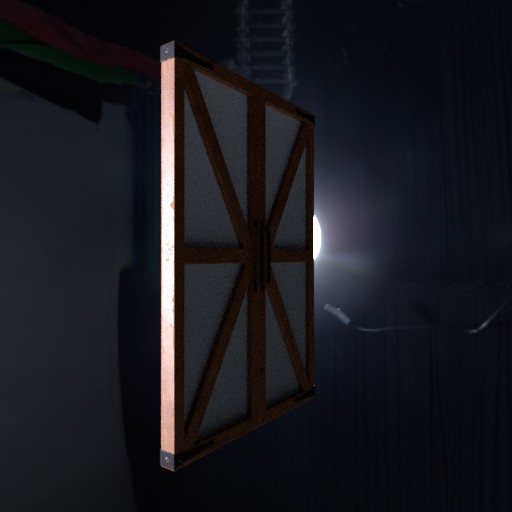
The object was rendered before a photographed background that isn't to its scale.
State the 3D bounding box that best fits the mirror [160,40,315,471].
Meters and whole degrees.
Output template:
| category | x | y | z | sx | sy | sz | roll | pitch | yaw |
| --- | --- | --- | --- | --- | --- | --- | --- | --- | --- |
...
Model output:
| category | x | y | z | sx | sy | sz | roll | pitch | yaw |
| --- | --- | --- | --- | --- | --- | --- | --- | --- | --- |
| mirror | 0.000 | 0.000 | 0.993 | 0.053 | 0.761 | 0.517 | 0 | 0 | 36 |
